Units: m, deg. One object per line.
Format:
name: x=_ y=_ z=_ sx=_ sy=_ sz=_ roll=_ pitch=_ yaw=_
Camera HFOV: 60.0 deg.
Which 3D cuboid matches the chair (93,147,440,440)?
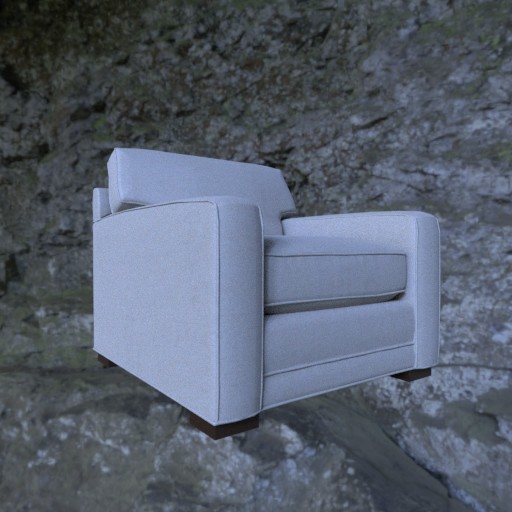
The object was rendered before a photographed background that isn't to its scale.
chair: x=0.000 y=0.000 z=1.788 sx=0.998 sy=0.913 sz=1.043 roll=-1 pitch=1 yaw=-36
